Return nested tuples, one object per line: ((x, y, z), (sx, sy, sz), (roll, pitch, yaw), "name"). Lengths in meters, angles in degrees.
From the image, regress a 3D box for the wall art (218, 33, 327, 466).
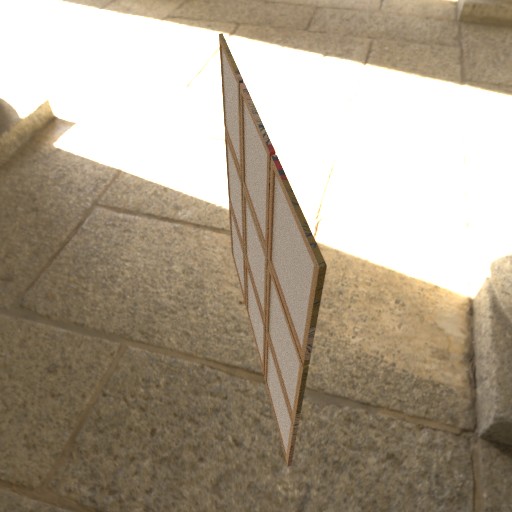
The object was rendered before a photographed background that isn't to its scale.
((0.000, 0.000, 1.299), (0.013, 0.913, 0.904), (-10, 48, -9), "wall art")
